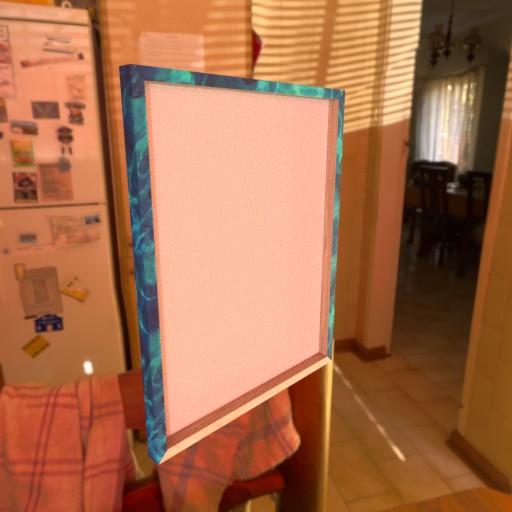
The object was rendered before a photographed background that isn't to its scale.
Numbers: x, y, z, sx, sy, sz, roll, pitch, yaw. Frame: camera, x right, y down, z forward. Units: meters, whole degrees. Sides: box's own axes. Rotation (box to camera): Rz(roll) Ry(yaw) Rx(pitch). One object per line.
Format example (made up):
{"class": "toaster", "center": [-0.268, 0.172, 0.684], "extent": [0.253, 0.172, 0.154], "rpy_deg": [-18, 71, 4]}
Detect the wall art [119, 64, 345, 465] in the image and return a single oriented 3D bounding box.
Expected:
{"class": "wall art", "center": [0.000, 0.000, 1.028], "extent": [0.038, 0.760, 0.609], "rpy_deg": [15, 21, 43]}
